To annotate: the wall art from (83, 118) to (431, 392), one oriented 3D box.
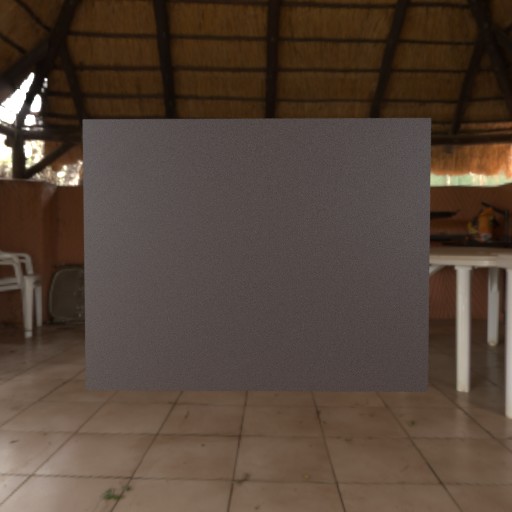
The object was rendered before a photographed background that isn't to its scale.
[{"bbox_3d":[0.000,0.000,1.566,1.207,0.952,0.034,0,2,1],"label":"wall art"}]
